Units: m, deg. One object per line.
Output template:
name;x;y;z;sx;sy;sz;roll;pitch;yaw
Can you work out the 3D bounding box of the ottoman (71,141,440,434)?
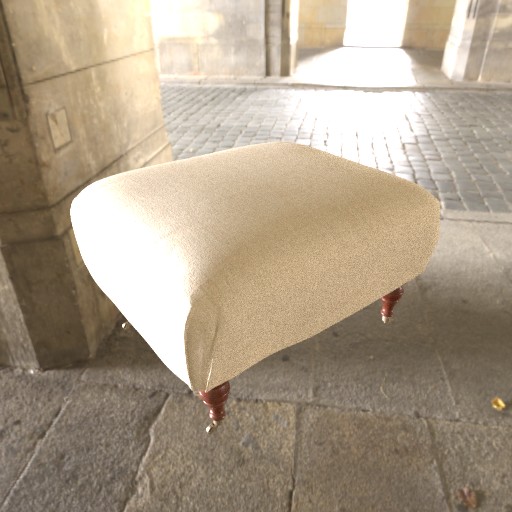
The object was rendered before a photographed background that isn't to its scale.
ottoman;0.000;0.000;1.143;0.747;0.450;0.622;-21;37;-32
